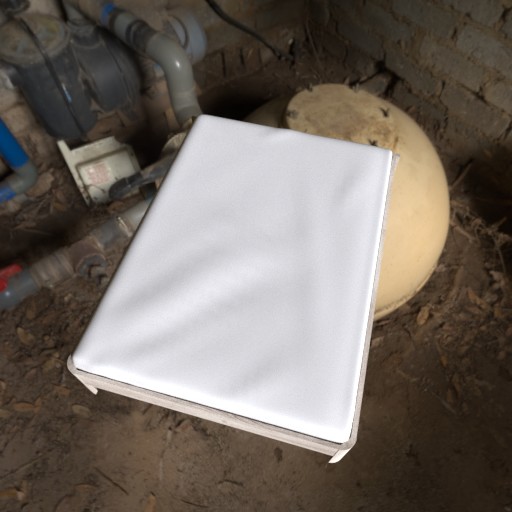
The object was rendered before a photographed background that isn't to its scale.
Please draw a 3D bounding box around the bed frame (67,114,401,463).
[{"bbox_3d":[0.000,0.000,2.688,1.490,0.462,1.950,13,58,8],"label":"bed frame"}]
